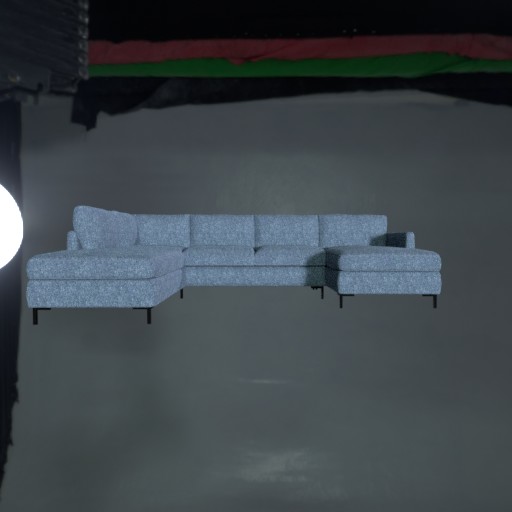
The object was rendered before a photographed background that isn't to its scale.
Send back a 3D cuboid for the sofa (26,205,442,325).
[{"bbox_3d":[0.000,0.000,3.535,2.737,0.756,1.879,0,2,0],"label":"sofa"}]
